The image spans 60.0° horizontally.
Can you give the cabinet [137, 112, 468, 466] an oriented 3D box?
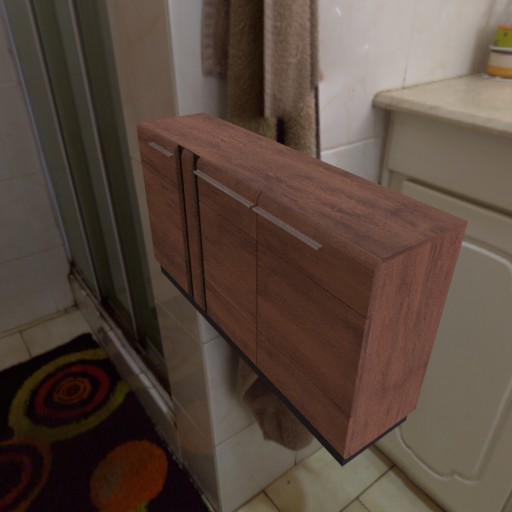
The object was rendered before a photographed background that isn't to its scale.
[{"bbox_3d":[0.000,0.000,2.007,0.420,0.900,1.600,-20,37,-29],"label":"cabinet"}]
